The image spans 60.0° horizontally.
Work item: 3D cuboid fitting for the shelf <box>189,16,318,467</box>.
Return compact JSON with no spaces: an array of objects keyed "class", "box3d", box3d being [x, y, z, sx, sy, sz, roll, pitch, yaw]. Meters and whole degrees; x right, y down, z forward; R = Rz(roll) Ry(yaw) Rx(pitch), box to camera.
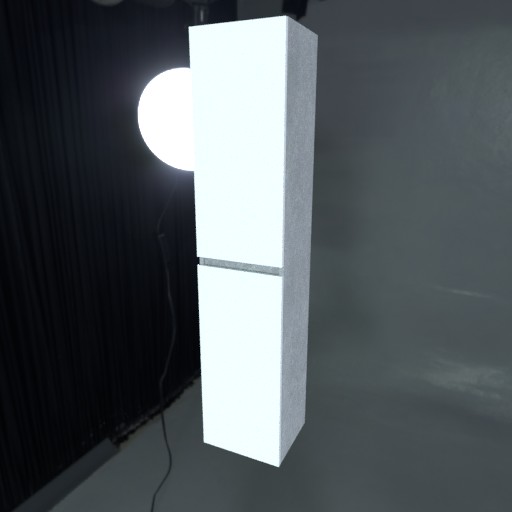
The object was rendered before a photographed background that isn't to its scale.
[{"class":"shelf","box3d":[0.000,0.000,1.516,0.300,1.400,0.270,7,17,24]}]
